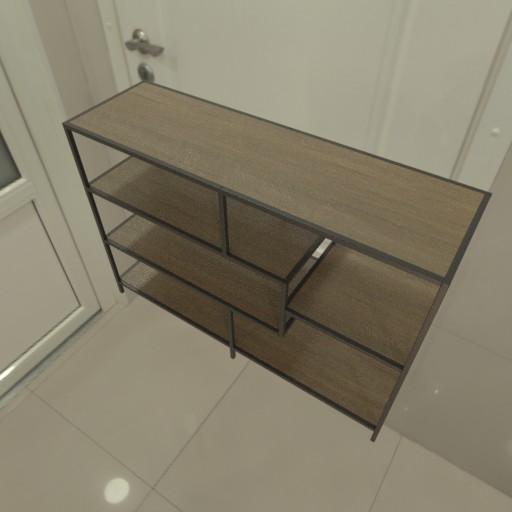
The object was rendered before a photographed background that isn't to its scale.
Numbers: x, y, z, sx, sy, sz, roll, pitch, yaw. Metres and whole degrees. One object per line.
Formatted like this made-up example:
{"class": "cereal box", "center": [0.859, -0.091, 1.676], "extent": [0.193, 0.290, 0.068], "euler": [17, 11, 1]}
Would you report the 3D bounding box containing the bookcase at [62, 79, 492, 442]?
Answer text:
{"class": "bookcase", "center": [0.000, 0.000, 1.467], "extent": [1.140, 0.780, 0.350], "euler": [25, 51, 23]}
